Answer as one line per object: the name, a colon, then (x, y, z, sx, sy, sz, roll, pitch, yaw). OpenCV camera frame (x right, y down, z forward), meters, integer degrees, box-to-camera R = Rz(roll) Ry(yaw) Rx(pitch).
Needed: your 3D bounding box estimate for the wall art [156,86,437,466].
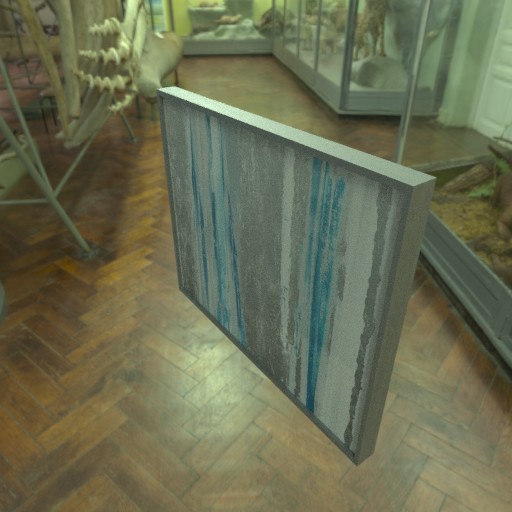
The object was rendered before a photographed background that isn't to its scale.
wall art: (0.000, 0.000, 0.743, 0.037, 0.450, 0.557, -21, 38, -30)
